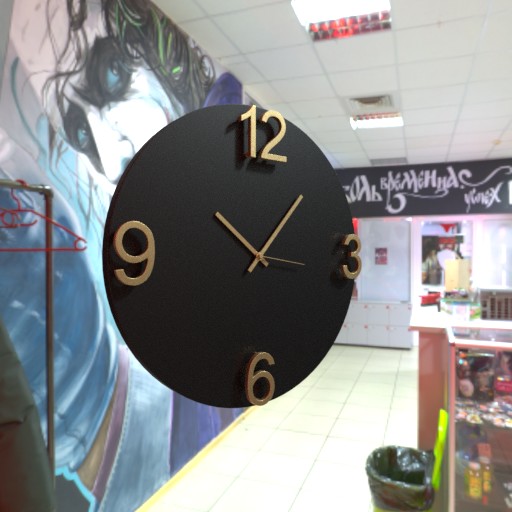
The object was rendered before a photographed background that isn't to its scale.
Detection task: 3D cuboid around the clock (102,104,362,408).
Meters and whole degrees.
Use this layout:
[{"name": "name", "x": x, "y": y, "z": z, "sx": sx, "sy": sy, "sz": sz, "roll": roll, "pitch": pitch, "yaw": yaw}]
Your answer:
[{"name": "clock", "x": 0.000, "y": 0.000, "z": 0.675, "sx": 0.454, "sy": 0.454, "sz": 0.038, "roll": 0, "pitch": 0, "yaw": -37}]
